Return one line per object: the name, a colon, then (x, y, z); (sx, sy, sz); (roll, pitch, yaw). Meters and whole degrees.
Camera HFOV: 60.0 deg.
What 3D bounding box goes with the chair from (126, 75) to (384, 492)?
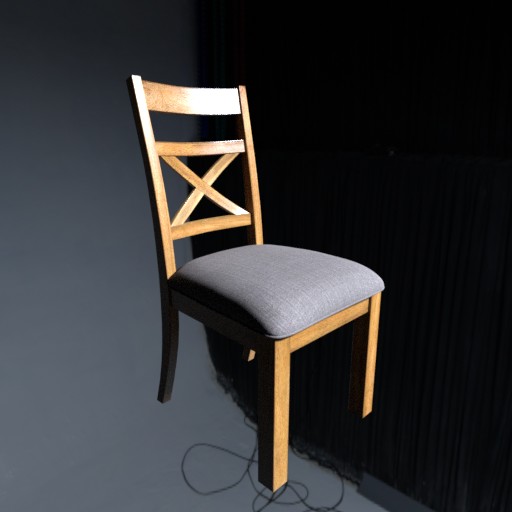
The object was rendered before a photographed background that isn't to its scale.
chair: (0.000, 0.000, 1.238); (0.581, 0.949, 0.470); (15, 21, 42)
